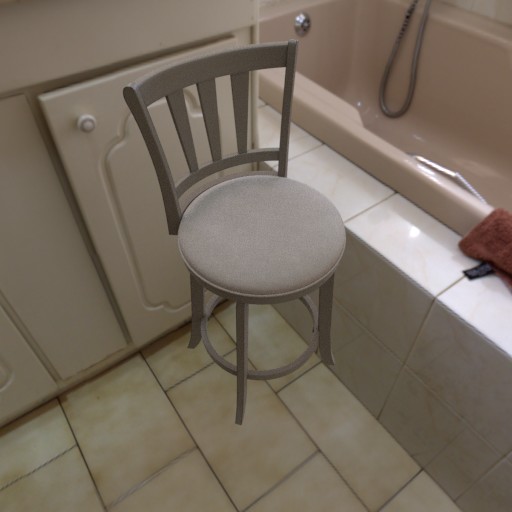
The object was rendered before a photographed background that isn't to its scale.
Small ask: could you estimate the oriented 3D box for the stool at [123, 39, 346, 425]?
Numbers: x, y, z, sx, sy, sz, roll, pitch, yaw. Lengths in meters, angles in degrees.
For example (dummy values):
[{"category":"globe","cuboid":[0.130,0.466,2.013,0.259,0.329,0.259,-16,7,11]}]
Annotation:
[{"category":"stool","cuboid":[0.000,0.000,1.256,0.450,0.994,0.486,-26,52,-22]}]
